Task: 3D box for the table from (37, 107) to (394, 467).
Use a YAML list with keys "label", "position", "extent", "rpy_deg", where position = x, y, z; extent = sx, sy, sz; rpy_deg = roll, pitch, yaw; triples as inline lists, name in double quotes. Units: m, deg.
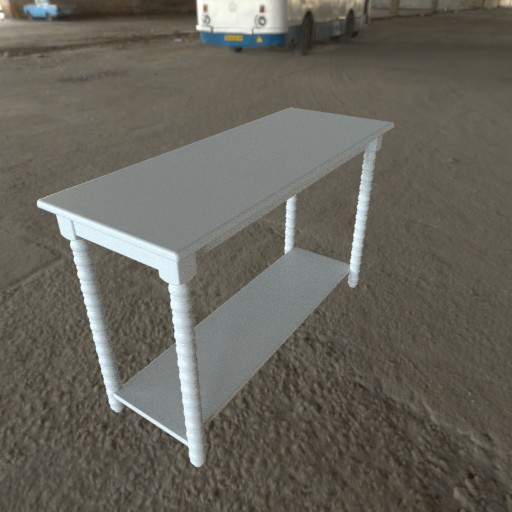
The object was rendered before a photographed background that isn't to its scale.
- label: "table"
  position: [0.000, 0.000, 1.539]
  extent: [0.459, 0.740, 1.184]
  rpy_deg: [19, 36, 29]
